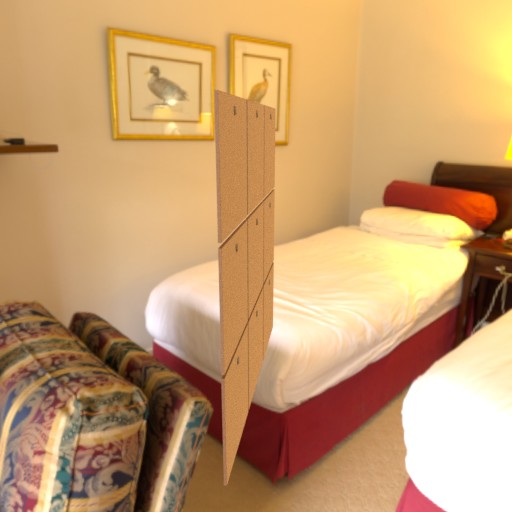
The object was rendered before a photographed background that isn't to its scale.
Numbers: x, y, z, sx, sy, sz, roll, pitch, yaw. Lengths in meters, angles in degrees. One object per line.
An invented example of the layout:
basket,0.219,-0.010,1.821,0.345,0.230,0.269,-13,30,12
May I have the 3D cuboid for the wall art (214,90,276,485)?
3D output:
wall art,0.000,0.000,2.339,0.019,1.532,1.533,3,16,9
